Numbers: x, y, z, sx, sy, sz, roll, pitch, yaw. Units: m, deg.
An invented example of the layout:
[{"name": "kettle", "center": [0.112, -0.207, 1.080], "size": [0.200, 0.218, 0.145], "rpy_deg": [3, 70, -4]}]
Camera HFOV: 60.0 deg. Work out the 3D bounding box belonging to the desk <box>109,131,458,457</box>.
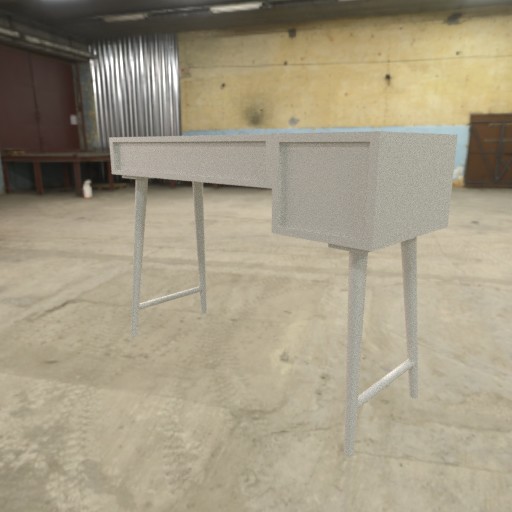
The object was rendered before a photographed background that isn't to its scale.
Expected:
[{"name": "desk", "center": [0.000, 0.000, 1.459], "size": [1.069, 0.761, 0.409], "rpy_deg": [13, 19, 42]}]
